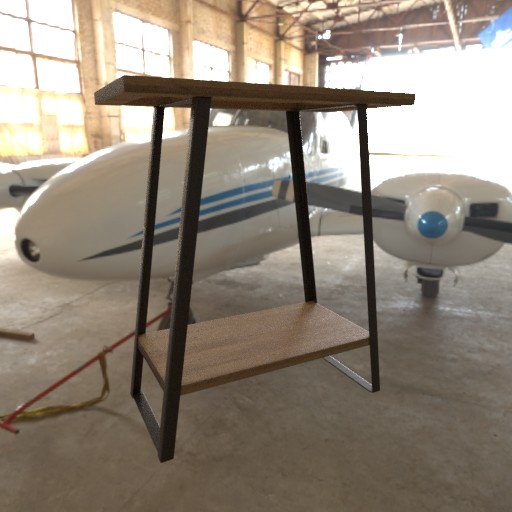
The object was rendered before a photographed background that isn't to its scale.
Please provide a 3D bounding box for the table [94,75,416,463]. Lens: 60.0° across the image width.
[{"bbox_3d":[0.000,0.000,1.009,0.599,0.701,0.300,-8,17,-26],"label":"table"}]
